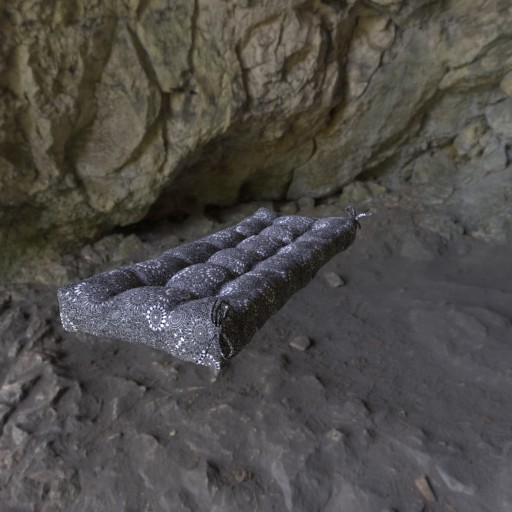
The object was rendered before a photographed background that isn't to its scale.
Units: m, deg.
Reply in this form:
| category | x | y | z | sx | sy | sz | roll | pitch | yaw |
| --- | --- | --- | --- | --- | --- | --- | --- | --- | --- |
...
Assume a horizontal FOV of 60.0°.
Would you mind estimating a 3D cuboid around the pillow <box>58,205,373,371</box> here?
| category | x | y | z | sx | sy | sz | roll | pitch | yaw |
| --- | --- | --- | --- | --- | --- | --- | --- | --- | --- |
| pillow | 0.000 | 0.000 | 1.393 | 0.511 | 0.174 | 1.194 | 8 | 18 | 24 |
